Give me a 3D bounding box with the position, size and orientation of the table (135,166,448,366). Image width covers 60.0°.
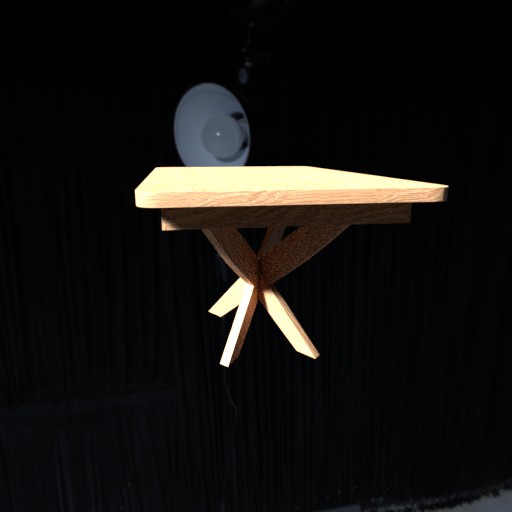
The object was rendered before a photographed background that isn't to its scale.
[{"bbox_3d":[0.000,0.000,2.110,0.950,0.770,1.600,-2,14,-10],"label":"table"}]
